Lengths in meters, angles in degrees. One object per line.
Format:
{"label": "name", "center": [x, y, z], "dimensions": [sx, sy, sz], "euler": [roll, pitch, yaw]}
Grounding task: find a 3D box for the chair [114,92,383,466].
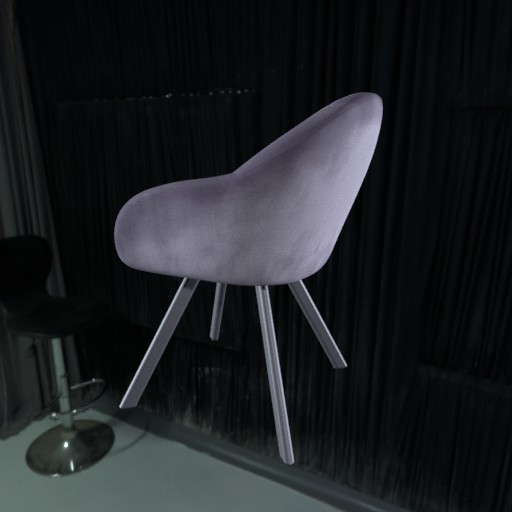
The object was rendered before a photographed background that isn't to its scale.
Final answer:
{"label": "chair", "center": [0.000, 0.000, 1.171], "dimensions": [0.590, 0.795, 0.550], "euler": [8, 18, 25]}
